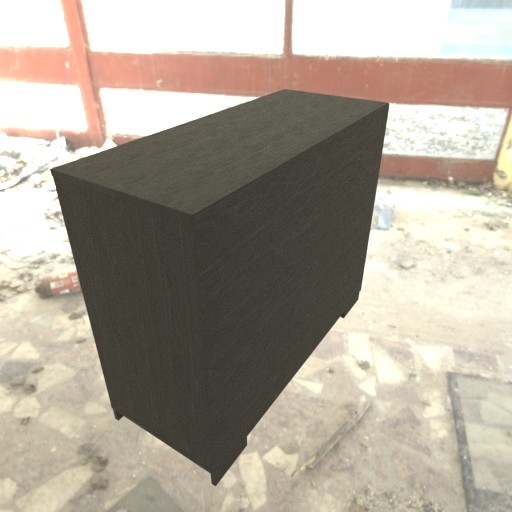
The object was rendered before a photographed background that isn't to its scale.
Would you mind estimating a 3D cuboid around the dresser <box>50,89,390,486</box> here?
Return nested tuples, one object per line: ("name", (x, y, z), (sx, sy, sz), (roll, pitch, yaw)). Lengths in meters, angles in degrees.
("dresser", (0.000, 0.000, 1.422), (0.404, 0.816, 0.994), (19, 37, 28))
